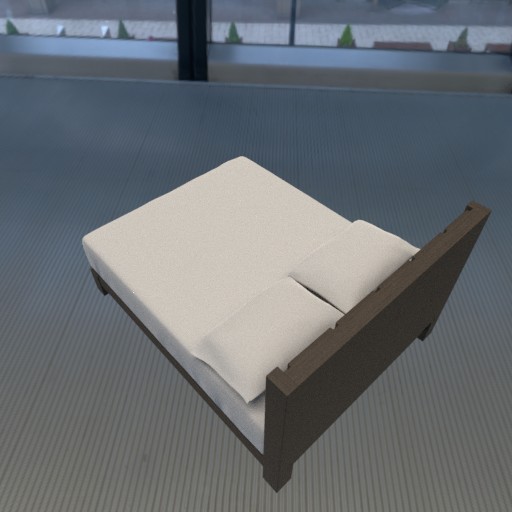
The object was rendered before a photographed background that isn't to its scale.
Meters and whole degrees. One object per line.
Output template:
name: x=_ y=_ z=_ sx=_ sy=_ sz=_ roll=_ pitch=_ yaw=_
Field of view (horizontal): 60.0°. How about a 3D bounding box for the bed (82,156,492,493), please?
bed: x=0.000 y=0.000 z=3.239 sx=1.727 sy=1.270 sz=2.242 roll=-34 pitch=55 yaw=-28
